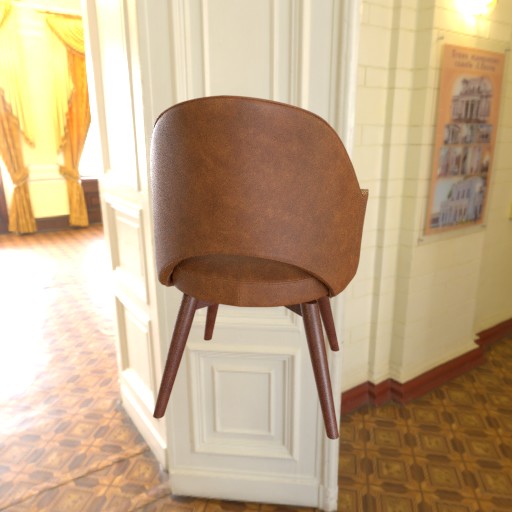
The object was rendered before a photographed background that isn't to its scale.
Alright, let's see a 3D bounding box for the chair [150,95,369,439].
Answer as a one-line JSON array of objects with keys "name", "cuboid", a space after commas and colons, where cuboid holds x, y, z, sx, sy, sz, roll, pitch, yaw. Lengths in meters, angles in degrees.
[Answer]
[{"name": "chair", "cuboid": [0.000, 0.000, 1.204, 0.591, 0.777, 0.640, 3, 16, 10]}]
